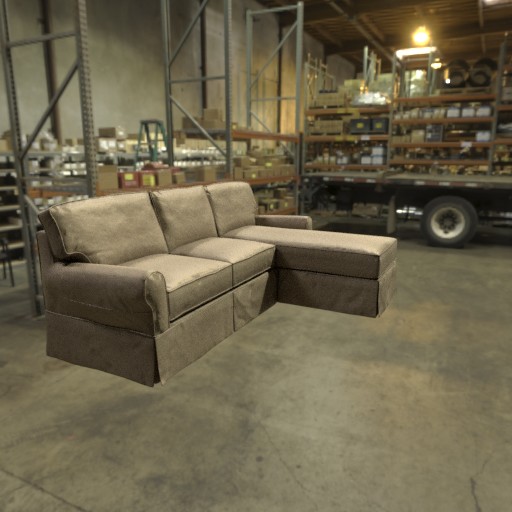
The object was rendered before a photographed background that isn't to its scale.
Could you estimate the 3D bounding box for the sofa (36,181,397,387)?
[{"bbox_3d":[0.000,0.000,3.327,1.733,0.978,2.475,7,15,26],"label":"sofa"}]
